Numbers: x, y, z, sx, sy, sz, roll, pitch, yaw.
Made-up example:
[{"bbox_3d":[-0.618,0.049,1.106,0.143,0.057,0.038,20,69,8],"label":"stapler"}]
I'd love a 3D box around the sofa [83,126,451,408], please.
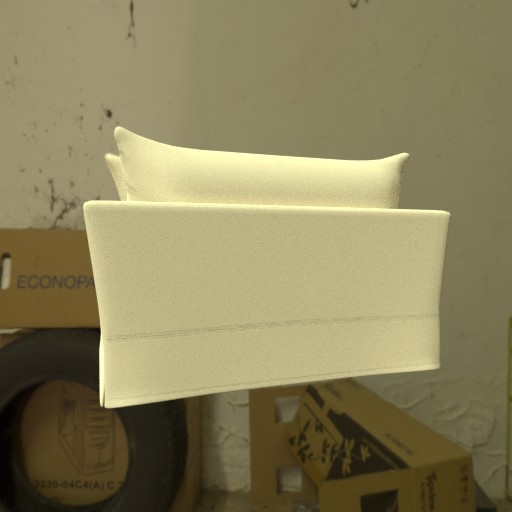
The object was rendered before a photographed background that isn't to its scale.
[{"bbox_3d":[0.000,0.000,2.258,1.608,1.039,1.026,-1,2,-20],"label":"sofa"}]
